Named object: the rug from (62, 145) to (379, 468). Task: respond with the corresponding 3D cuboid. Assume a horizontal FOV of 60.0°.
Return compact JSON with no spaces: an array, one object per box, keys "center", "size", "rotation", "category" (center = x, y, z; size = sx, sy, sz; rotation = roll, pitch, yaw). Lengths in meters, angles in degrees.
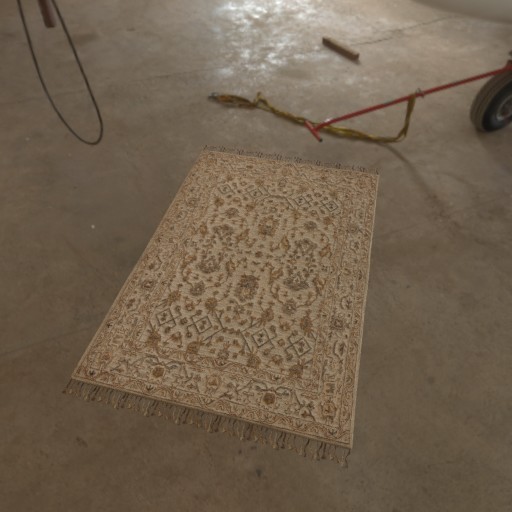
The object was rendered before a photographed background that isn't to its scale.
[{"center":[0.000,0.000,3.018],"size":[1.529,0.027,2.434],"rotation":[10,48,9],"category":"rug"}]
